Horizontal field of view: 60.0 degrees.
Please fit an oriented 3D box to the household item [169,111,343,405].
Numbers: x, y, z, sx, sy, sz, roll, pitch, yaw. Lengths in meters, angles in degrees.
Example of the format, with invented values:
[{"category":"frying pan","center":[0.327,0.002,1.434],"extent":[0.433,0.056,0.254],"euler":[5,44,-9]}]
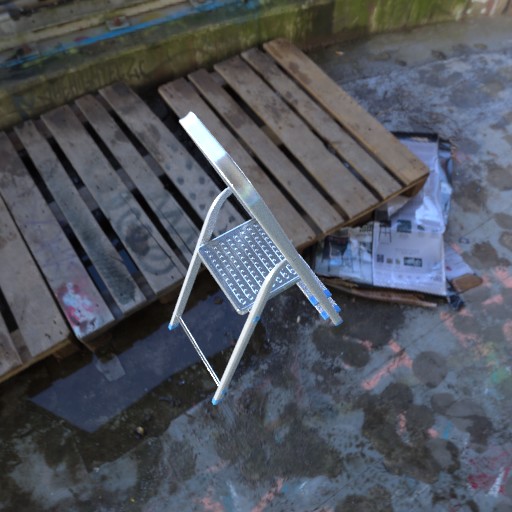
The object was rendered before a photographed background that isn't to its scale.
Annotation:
[{"category":"household item","center":[0.000,0.000,1.512],"extent":[0.687,1.215,0.420],"euler":[-29,63,-16]}]
